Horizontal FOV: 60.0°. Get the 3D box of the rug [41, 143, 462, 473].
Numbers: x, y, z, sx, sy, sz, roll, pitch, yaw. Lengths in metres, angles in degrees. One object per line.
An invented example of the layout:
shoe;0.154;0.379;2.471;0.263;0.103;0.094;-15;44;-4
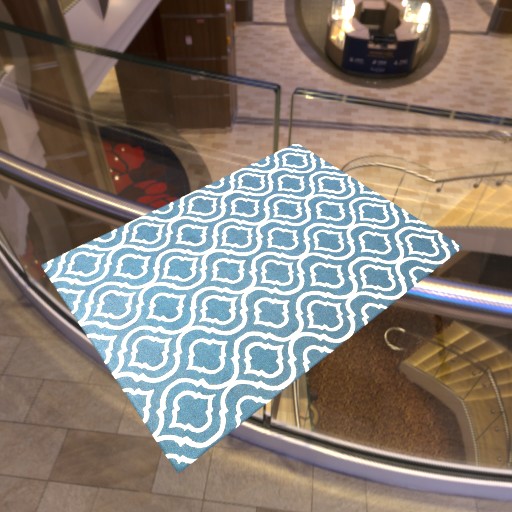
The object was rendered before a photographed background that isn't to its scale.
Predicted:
rug;0.000;0.000;4.343;3.353;0.010;2.438;-31;54;-26
